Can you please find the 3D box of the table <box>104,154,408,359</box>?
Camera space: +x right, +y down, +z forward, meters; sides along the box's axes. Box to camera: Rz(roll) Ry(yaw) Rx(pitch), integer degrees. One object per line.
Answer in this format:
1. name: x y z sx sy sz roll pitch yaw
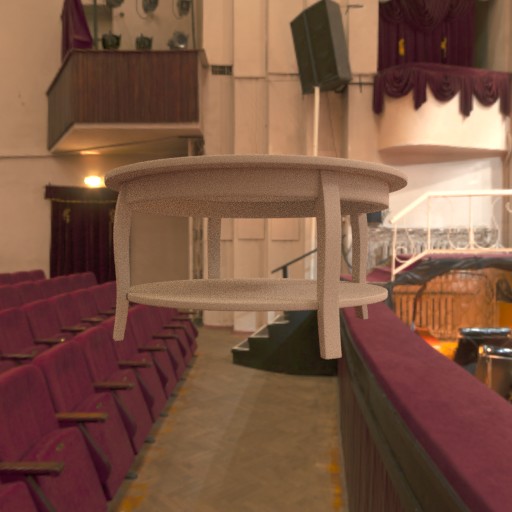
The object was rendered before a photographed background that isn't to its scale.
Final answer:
1. table: 0.000 0.000 1.410 0.910 0.457 0.910 0 1 0
